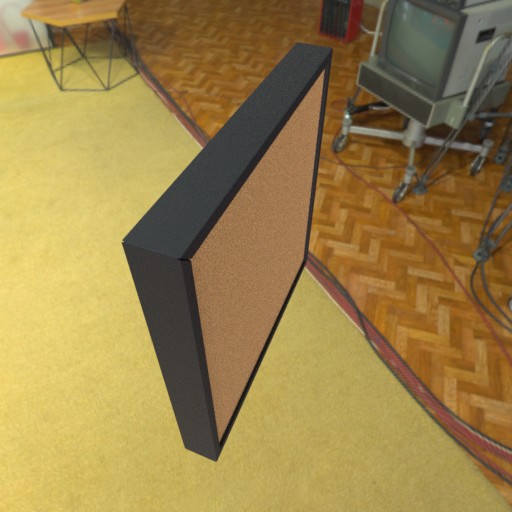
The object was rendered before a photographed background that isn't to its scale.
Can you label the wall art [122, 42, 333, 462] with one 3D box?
[{"bbox_3d":[0.000,0.000,0.447,0.037,0.305,0.305,16,49,15],"label":"wall art"}]
